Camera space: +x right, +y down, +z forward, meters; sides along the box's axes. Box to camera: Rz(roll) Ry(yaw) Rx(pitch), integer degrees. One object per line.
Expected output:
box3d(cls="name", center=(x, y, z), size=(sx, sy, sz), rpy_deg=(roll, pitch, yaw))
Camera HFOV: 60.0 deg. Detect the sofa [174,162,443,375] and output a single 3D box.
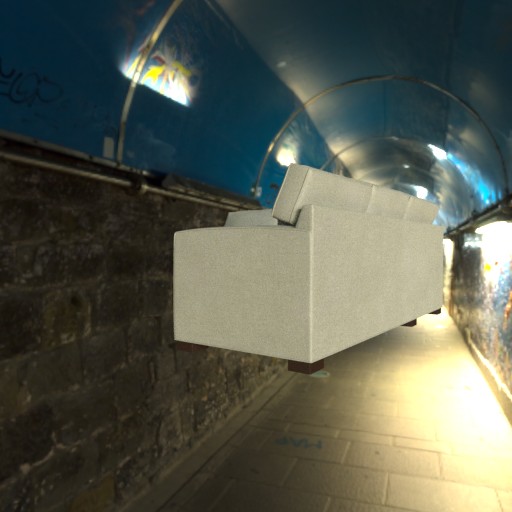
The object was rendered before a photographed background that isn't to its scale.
box3d(cls="sofa", center=(0.000, 0.000, 3.328), size=(2.188, 0.936, 2.211), rpy_deg=(1, 1, 35))
